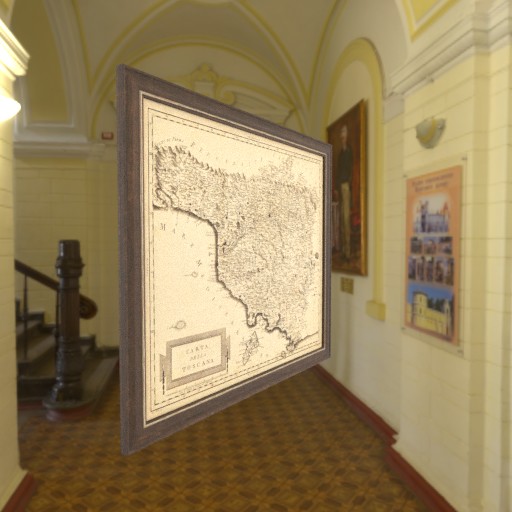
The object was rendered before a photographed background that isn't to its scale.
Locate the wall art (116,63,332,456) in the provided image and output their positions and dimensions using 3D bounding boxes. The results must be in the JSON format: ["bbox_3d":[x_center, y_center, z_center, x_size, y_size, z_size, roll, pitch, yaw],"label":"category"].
[{"bbox_3d":[0.000,0.000,1.413,0.023,0.875,1.033,2,3,36],"label":"wall art"}]
